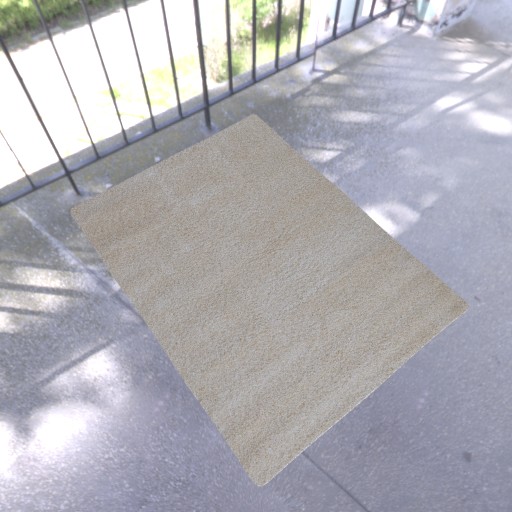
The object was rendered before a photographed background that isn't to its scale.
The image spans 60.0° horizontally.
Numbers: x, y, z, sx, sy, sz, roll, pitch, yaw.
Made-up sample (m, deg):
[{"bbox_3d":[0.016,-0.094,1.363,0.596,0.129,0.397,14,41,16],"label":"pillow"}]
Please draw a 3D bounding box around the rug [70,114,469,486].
[{"bbox_3d":[0.000,0.000,2.132,1.199,0.025,1.600,-33,64,-19],"label":"rug"}]
